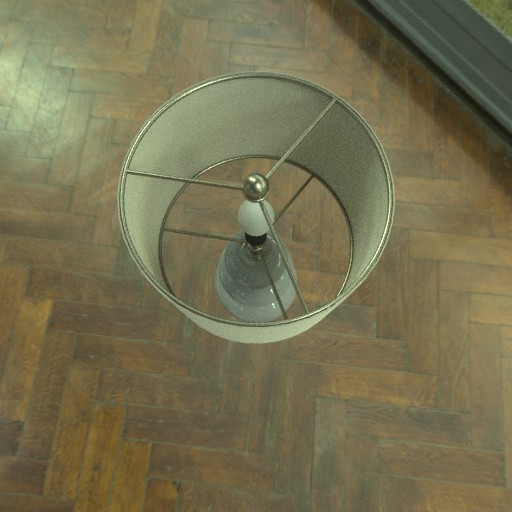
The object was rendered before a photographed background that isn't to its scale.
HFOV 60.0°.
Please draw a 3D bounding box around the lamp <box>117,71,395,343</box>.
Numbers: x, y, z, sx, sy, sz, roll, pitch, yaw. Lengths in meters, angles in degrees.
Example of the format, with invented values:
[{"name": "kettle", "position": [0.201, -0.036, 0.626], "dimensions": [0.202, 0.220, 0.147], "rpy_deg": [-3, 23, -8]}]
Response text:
[{"name": "lamp", "position": [0.000, 0.000, 0.914], "dimensions": [0.367, 0.730, 0.367], "rpy_deg": [20, 76, 5]}]
